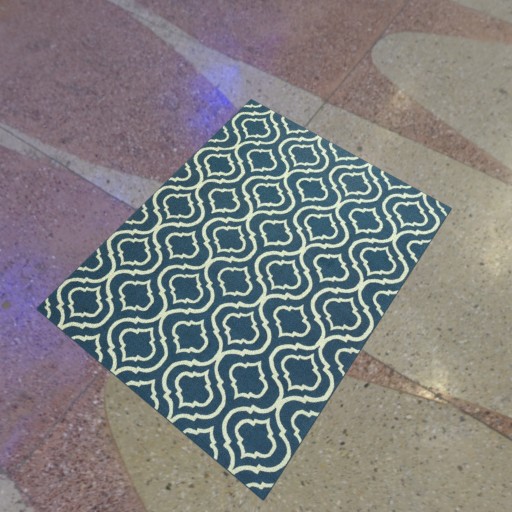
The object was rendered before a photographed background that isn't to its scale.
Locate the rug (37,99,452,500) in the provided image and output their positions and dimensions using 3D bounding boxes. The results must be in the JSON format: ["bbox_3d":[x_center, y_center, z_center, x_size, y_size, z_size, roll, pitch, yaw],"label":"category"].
[{"bbox_3d":[0.000,0.000,3.782,2.270,0.020,2.881,34,68,16],"label":"rug"}]
